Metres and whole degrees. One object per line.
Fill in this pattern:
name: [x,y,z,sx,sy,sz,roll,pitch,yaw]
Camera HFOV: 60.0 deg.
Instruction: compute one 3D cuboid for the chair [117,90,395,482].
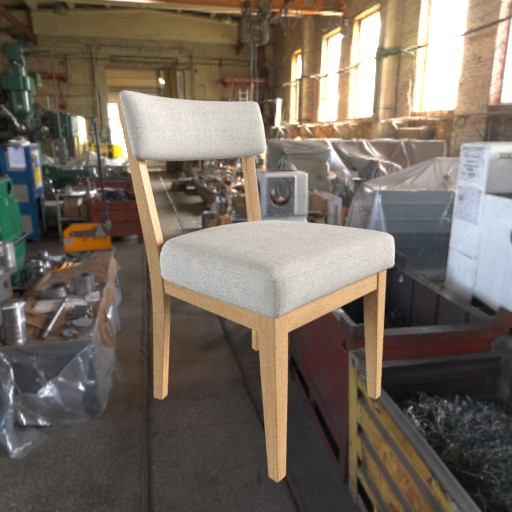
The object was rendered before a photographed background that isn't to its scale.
chair: [0.000,0.000,1.186,0.572,0.832,0.508,13,20,41]
